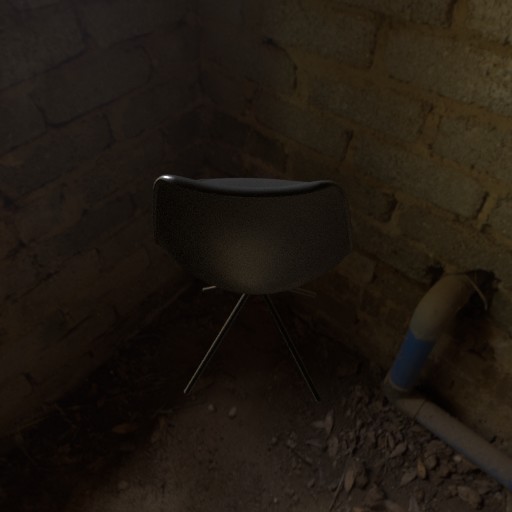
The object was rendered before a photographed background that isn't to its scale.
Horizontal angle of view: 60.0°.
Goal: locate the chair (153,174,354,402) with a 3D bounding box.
[{"bbox_3d":[0.000,0.000,1.162,0.461,0.850,0.525,3,46,2],"label":"chair"}]
